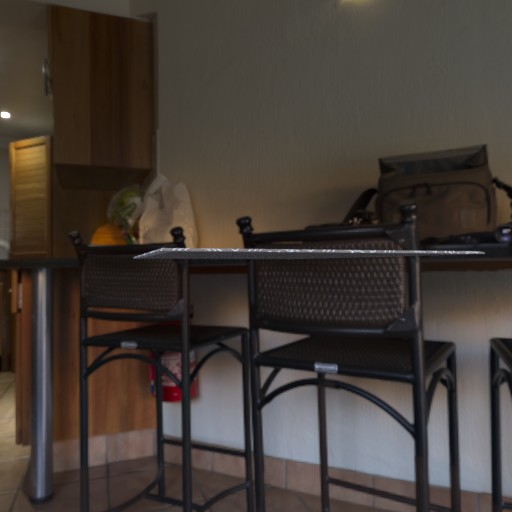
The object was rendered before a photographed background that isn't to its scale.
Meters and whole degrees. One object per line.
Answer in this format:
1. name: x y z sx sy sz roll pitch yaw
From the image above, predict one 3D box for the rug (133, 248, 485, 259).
1. rug: 0.000 0.000 3.070 1.541 0.012 2.457 0 -1 -18
